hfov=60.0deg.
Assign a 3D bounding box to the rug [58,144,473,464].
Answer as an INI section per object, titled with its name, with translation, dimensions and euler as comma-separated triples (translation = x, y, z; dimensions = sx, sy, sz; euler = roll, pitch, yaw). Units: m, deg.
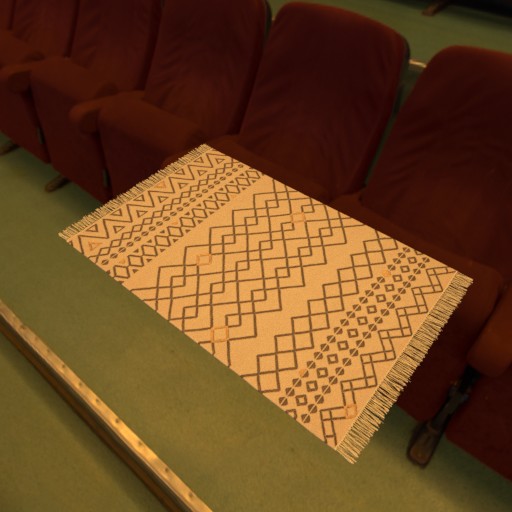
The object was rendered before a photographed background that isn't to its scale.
[rug]
translation = 0.000, 0.000, 2.478
dimensions = 2.023, 0.028, 1.224
euler = 31, 55, 26
